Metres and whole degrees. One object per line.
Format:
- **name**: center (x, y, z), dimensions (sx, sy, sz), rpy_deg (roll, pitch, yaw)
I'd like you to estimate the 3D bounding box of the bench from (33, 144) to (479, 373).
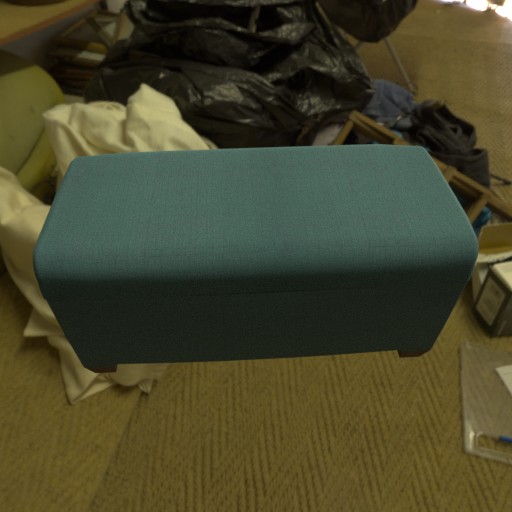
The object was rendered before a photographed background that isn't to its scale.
- **bench**: center (0.000, 0.000, 1.245), dimensions (0.995, 0.474, 0.476), rpy_deg (-2, 47, -2)
